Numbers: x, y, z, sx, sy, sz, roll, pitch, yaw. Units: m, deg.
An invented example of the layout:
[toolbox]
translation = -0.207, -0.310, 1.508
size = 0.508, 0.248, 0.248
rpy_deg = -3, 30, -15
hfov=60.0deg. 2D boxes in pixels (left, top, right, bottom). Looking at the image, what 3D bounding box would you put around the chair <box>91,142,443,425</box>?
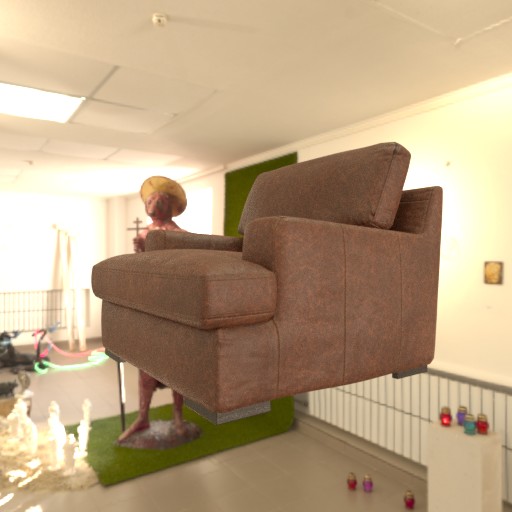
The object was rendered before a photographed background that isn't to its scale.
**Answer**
[chair]
translation = 0.000, 0.000, 1.962
size = 1.143, 0.939, 1.168
rpy_deg = 0, 0, -35
